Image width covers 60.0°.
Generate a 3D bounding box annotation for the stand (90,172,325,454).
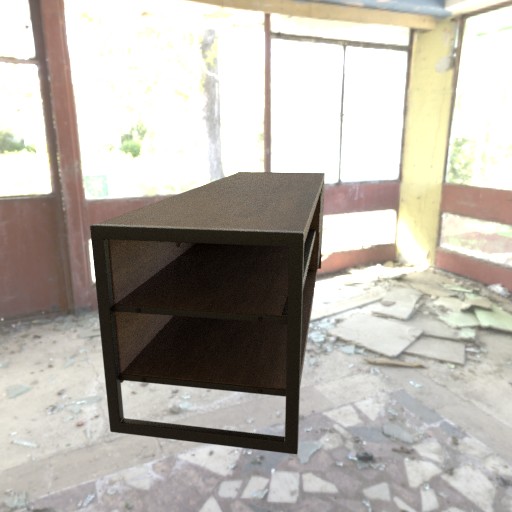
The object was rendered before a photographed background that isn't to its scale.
[{"bbox_3d":[0.000,0.000,1.666,0.454,0.506,1.480,3,15,10],"label":"stand"}]
